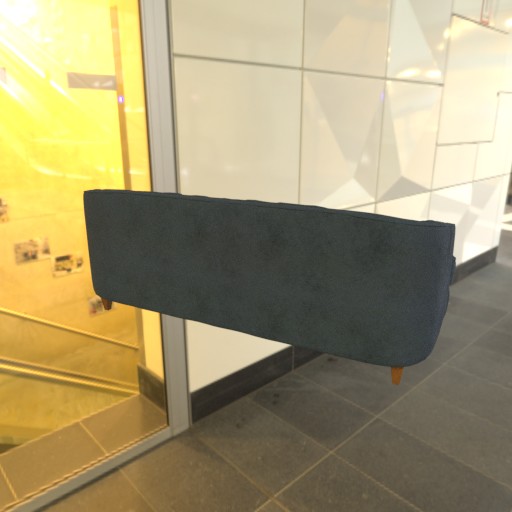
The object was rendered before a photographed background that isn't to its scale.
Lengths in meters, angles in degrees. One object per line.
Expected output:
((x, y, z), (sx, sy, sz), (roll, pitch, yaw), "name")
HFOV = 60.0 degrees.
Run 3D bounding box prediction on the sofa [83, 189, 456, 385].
((0.000, 0.000, 2.808), (2.278, 0.855, 0.941), (9, 19, 26), "sofa")
